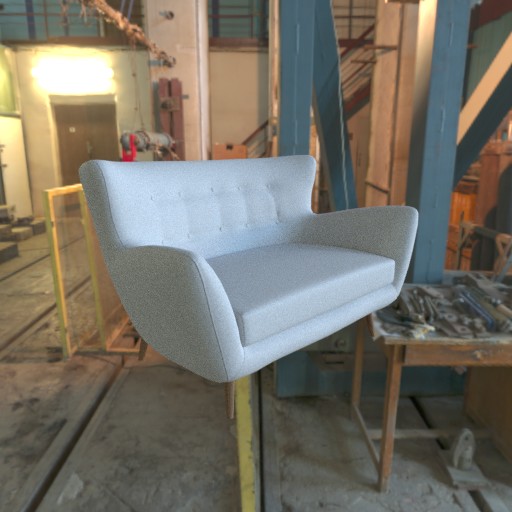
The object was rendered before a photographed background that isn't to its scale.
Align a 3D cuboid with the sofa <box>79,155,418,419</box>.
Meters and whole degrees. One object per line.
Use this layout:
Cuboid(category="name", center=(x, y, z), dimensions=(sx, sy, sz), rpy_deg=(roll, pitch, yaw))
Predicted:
Cuboid(category="sofa", center=(0.000, 0.000, 2.028), dimensions=(0.921, 0.878, 1.424), rpy_deg=(13, 19, 43))
